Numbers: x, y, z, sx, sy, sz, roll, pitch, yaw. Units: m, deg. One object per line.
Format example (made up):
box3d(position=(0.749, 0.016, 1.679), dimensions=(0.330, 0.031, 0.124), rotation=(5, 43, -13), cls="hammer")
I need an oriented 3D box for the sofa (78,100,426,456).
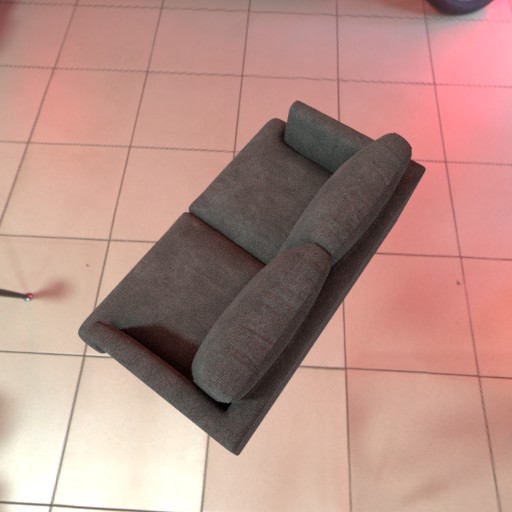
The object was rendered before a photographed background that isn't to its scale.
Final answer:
box3d(position=(0.000, 0.000, 2.153), dimensions=(0.903, 0.956, 1.582), rotation=(33, 69, 15), cls="sofa")
